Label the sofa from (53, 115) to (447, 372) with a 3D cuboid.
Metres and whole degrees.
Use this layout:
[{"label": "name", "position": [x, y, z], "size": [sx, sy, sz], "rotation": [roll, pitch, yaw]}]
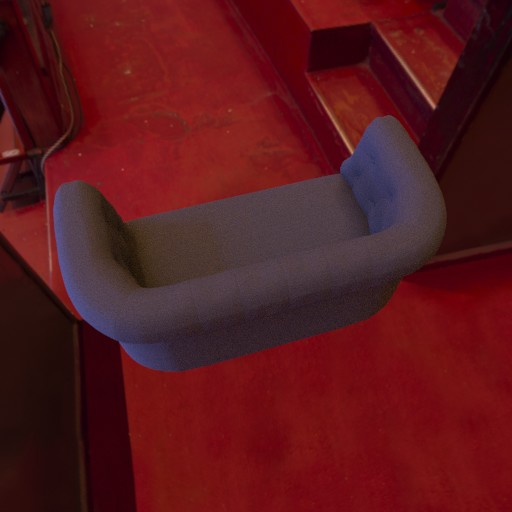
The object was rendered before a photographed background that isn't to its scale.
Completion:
[{"label": "sofa", "position": [0.000, 0.000, 2.055], "size": [1.558, 0.827, 0.835], "rotation": [-14, 59, -9]}]
